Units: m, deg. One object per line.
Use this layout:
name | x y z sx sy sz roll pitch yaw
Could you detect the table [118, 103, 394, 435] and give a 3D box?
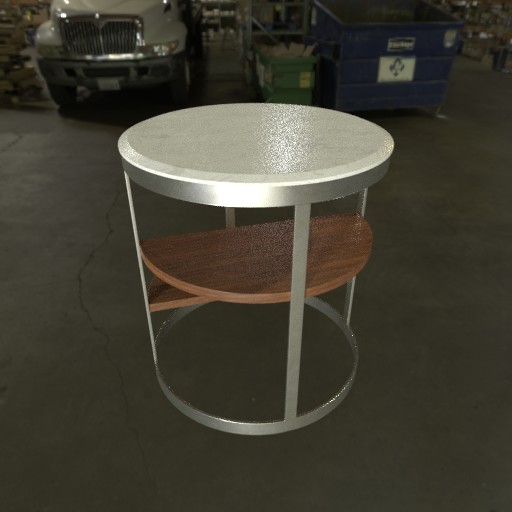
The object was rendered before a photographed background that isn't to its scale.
table | 0.000 0.000 0.788 0.407 0.447 0.407 0 31 0
